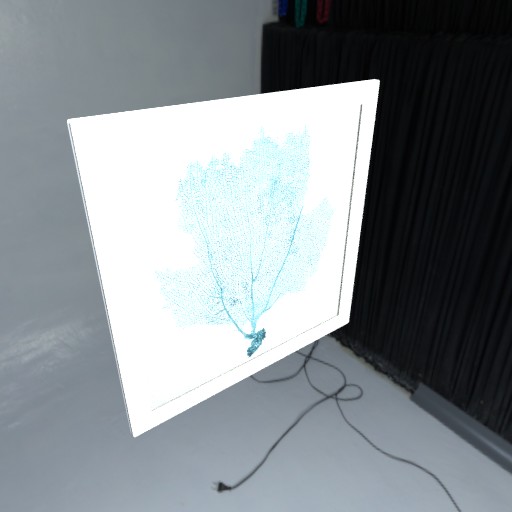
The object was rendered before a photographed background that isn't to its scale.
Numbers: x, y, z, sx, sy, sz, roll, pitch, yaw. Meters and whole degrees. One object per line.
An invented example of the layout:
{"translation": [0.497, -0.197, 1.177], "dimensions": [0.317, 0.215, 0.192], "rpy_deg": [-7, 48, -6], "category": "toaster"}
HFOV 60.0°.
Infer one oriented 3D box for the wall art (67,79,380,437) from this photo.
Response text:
{"translation": [0.000, 0.000, 0.847], "dimensions": [0.584, 0.584, 0.013], "rpy_deg": [-20, 35, -31], "category": "wall art"}
